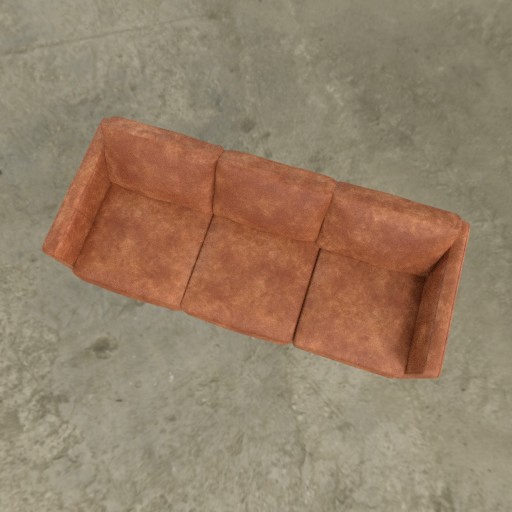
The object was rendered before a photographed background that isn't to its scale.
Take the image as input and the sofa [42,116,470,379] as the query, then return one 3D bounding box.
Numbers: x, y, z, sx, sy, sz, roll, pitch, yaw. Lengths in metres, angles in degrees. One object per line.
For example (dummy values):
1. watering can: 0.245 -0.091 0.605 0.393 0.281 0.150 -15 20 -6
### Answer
1. sofa: 0.000 0.000 2.980 2.464 1.006 1.045 17 75 5
